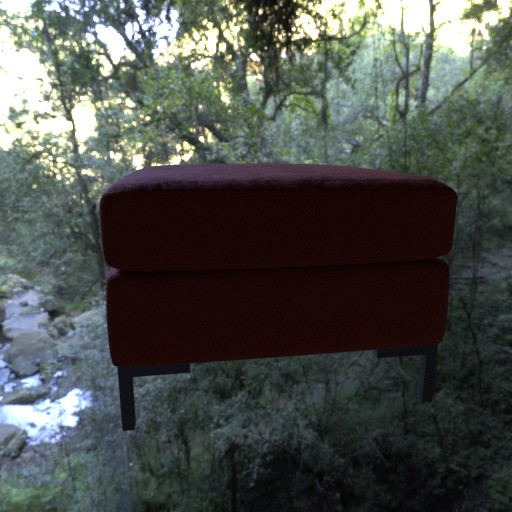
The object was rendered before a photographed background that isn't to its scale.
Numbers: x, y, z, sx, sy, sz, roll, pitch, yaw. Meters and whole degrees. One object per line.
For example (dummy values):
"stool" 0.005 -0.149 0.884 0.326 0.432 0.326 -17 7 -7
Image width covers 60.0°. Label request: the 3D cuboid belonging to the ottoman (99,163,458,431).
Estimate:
"ottoman" 0.000 0.000 1.154 0.650 0.462 0.782 -2 14 -9
